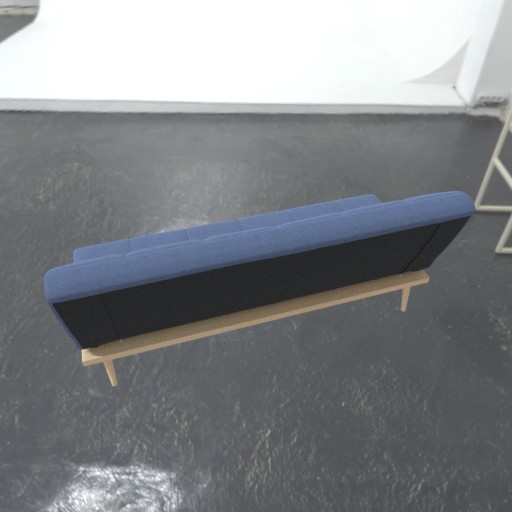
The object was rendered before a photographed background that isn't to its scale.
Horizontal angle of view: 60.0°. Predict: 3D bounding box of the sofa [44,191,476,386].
[{"bbox_3d":[0.000,0.000,2.233,1.800,0.800,0.796,-12,42,-13],"label":"sofa"}]
